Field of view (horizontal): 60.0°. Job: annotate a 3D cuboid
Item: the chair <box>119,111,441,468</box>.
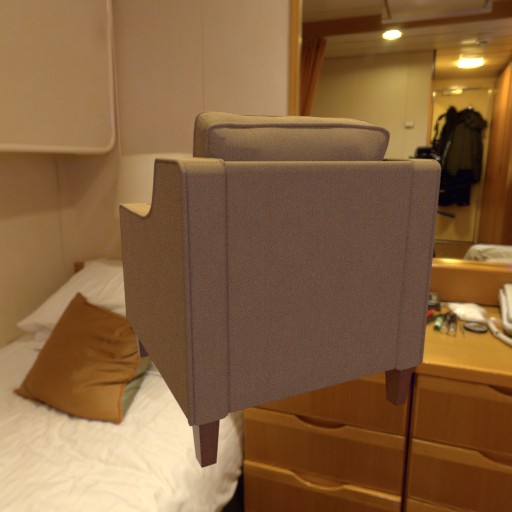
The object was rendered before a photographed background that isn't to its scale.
[{"bbox_3d":[0.000,0.000,1.648,0.831,0.960,0.909,-6,14,-26],"label":"chair"}]
